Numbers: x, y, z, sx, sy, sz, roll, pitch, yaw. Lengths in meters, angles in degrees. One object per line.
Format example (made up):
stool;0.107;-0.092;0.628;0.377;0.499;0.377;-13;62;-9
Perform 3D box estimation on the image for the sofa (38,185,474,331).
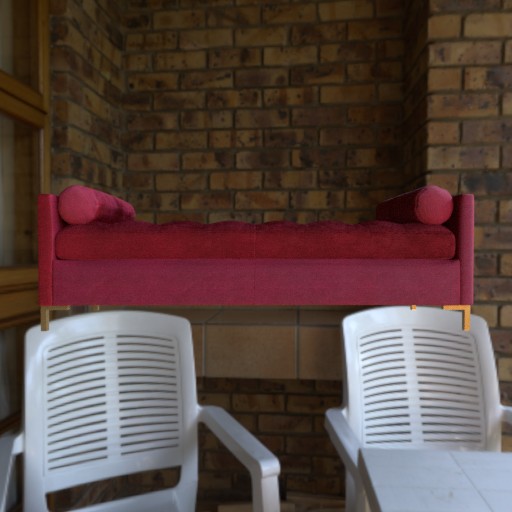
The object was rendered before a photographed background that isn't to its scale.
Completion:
sofa;0.000;0.000;2.483;2.102;0.705;0.796;0;1;0
